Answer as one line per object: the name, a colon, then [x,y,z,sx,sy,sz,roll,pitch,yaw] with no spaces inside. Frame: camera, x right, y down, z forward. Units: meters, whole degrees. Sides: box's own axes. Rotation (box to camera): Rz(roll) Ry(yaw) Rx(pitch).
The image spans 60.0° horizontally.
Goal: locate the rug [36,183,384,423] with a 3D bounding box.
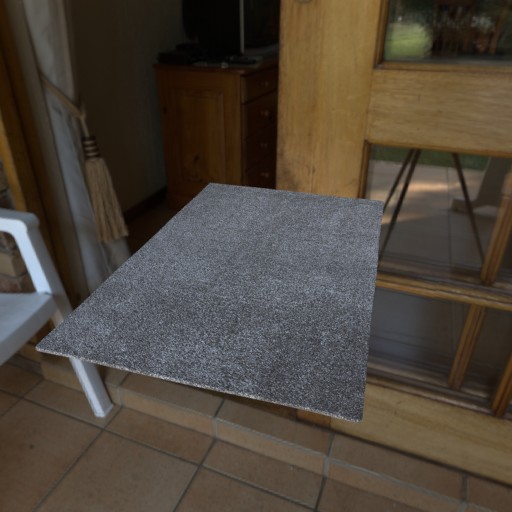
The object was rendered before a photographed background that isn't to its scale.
rug: [0.000,0.000,3.389,1.802,0.026,2.699,8,31,14]
